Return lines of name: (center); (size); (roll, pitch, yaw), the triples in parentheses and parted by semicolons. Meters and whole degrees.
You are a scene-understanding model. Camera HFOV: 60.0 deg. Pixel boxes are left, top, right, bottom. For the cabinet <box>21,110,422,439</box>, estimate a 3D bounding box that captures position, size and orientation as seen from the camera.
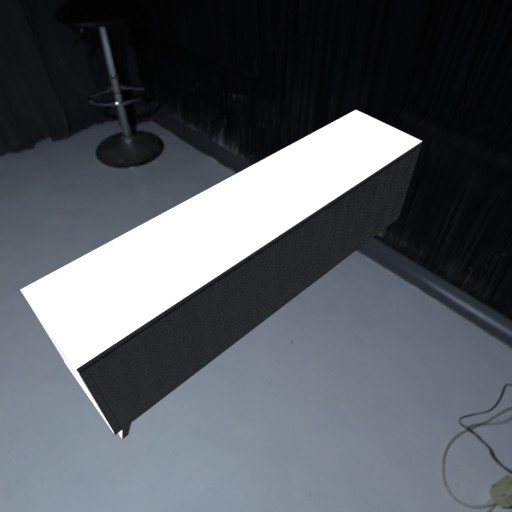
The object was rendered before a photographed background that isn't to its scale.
cabinet: (0.000, 0.000, 2.504); (2.198, 0.779, 0.499); (-34, 55, -27)
